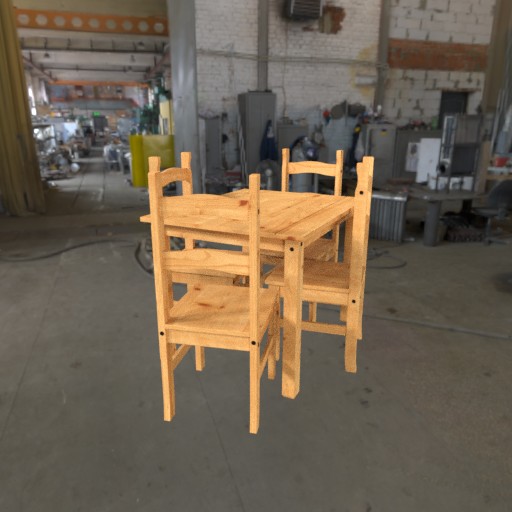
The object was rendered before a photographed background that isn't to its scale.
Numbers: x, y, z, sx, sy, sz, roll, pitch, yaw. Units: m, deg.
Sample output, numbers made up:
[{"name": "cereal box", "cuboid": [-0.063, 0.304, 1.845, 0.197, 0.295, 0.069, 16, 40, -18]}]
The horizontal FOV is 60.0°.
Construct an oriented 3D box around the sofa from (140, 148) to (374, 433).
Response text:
[{"name": "sofa", "cuboid": [0.000, 0.000, 2.303, 1.144, 1.000, 1.529, 8, 19, 26]}]
